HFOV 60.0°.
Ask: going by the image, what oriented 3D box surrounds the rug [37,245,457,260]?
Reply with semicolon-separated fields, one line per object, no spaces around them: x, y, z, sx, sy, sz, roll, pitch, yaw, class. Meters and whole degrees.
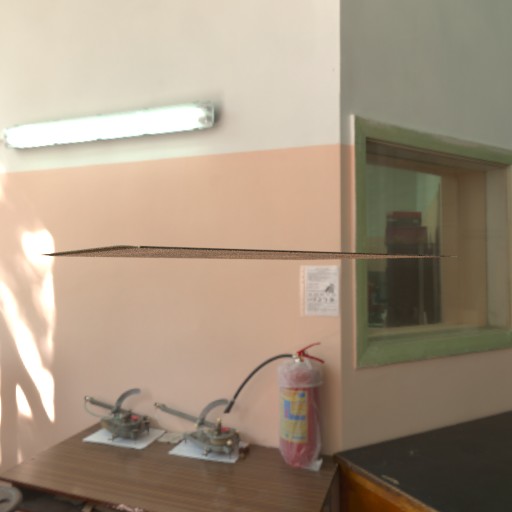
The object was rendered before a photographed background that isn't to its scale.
0.000;0.000;4.236;3.422;0.015;2.143;1;-2;-37;rug
